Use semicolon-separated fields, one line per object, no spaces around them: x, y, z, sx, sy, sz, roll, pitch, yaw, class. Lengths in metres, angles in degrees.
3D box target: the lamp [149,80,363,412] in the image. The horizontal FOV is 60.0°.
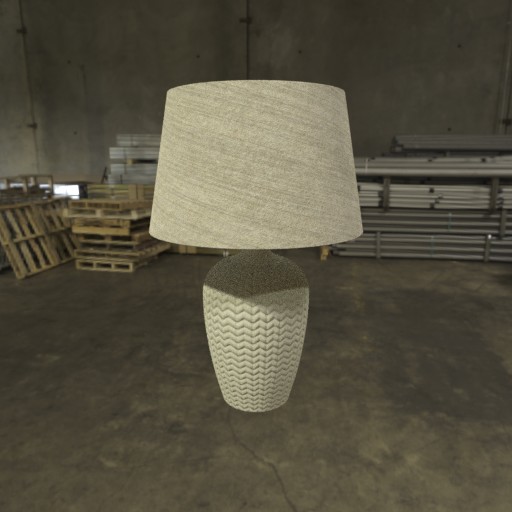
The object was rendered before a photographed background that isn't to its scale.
0.000;0.000;0.842;0.390;0.580;0.390;0;13;0;lamp
